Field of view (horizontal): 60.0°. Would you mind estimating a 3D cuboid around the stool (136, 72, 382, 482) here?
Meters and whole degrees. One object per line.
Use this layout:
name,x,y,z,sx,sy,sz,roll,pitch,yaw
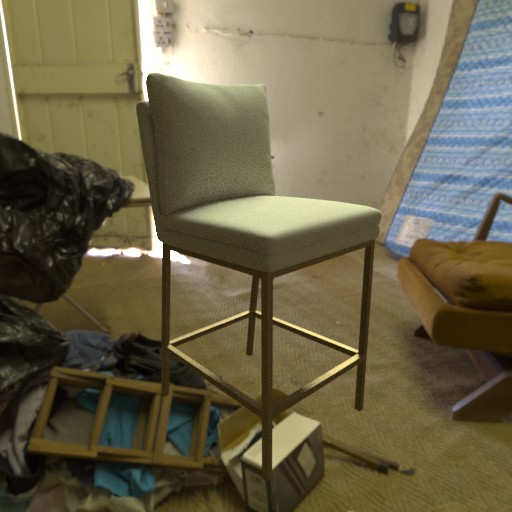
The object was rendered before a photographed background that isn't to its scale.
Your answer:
stool,0.000,0.000,1.346,0.463,1.032,0.572,-15,22,-42
